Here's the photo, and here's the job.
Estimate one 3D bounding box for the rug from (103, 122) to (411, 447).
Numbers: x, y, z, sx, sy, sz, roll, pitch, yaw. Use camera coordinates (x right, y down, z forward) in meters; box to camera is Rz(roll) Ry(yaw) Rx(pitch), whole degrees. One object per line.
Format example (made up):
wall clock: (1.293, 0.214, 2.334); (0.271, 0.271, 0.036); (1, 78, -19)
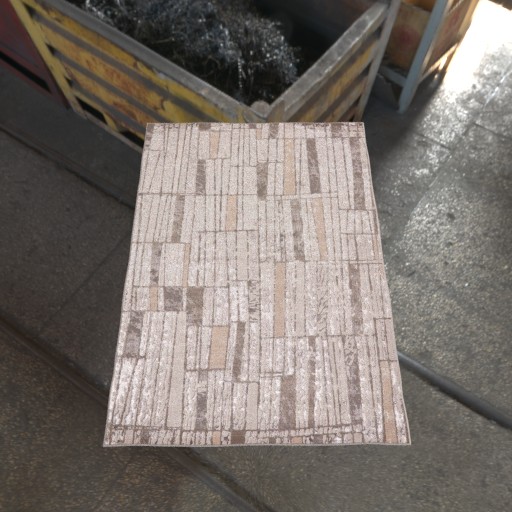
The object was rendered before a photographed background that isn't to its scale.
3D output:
rug: (0.000, 0.000, 4.246); (2.449, 0.019, 3.357); (0, 64, 0)
